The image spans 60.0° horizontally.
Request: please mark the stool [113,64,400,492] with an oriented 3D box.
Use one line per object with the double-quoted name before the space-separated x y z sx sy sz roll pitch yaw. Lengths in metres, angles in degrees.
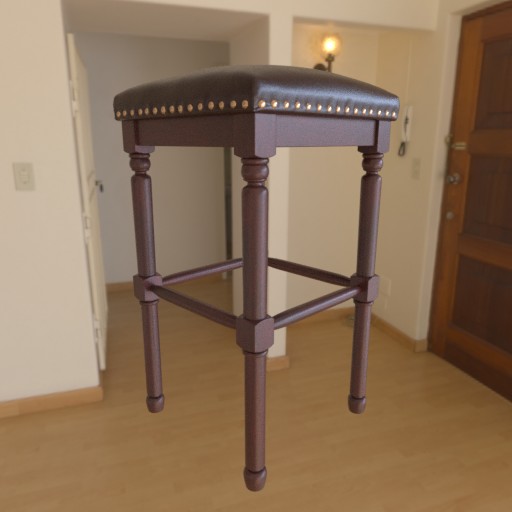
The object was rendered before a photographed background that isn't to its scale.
"stool" 0.000 0.000 0.894 0.383 0.702 0.382 -14 20 -43
